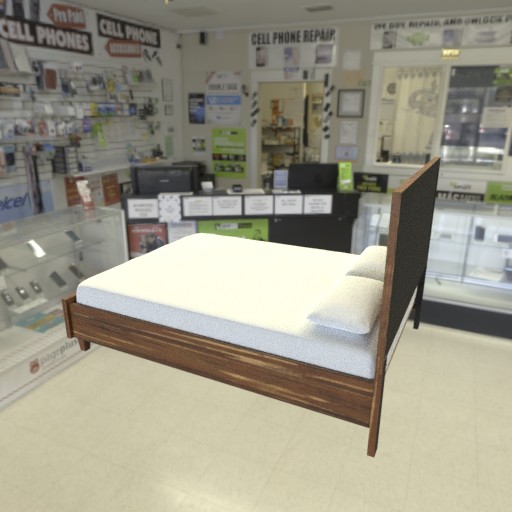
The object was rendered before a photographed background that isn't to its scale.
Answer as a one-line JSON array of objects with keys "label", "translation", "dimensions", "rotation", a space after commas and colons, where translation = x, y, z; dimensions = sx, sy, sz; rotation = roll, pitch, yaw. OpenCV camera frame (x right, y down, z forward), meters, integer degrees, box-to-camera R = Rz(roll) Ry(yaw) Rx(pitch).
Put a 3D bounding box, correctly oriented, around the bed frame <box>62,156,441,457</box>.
[{"label": "bed frame", "translation": [0.000, 0.000, 3.336], "dimensions": [2.276, 1.417, 1.696], "rotation": [9, 20, 25]}]
